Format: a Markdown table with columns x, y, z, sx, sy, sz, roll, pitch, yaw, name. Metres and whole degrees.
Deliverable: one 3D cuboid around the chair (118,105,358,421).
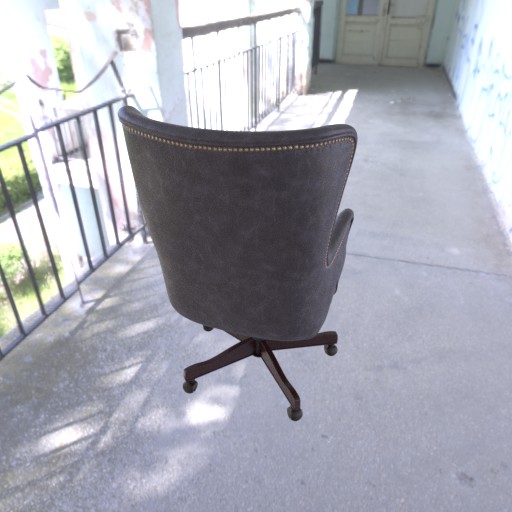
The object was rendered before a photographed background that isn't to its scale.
| x | y | z | sx | sy | sz | roll | pitch | yaw | name |
| --- | --- | --- | --- | --- | --- | --- | --- | --- | --- |
| 0.000 | 0.000 | 1.463 | 0.594 | 1.037 | 0.717 | 10 | 33 | 15 | chair |
